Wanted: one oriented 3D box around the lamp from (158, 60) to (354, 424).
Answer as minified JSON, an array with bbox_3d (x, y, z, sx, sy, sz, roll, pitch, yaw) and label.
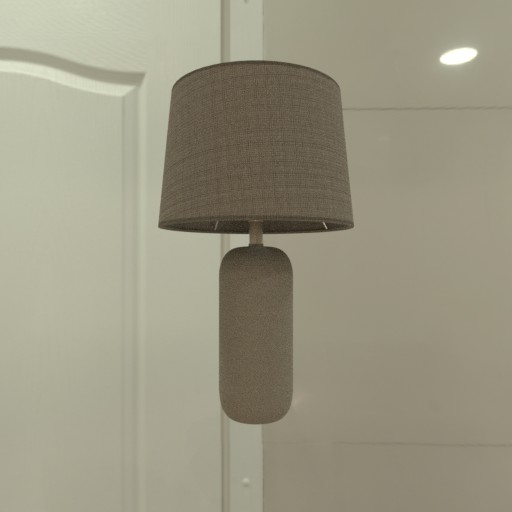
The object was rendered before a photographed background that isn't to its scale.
[{"bbox_3d":[0.000,0.000,0.849,0.367,0.609,0.367,0,-1,0],"label":"lamp"}]
